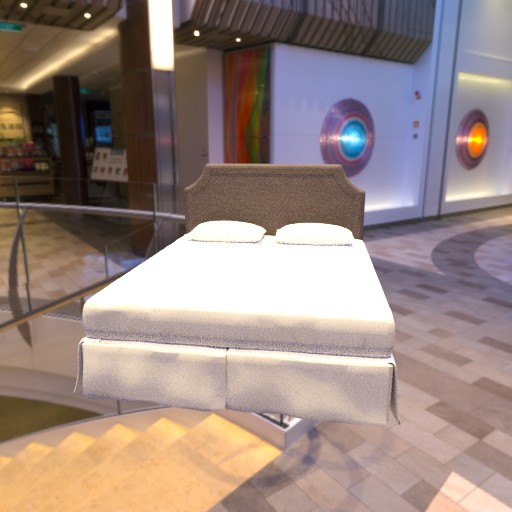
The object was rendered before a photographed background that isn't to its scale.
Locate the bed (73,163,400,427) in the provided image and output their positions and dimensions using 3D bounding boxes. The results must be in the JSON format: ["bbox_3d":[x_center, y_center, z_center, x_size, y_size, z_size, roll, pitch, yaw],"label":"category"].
[{"bbox_3d":[0.000,0.000,4.204,2.350,1.590,2.773,2,14,8],"label":"bed"}]
